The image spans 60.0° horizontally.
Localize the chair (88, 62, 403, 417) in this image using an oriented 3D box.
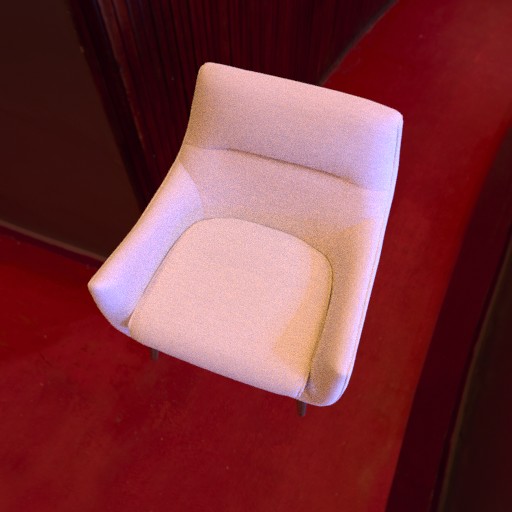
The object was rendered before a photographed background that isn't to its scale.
[{"bbox_3d":[0.000,0.000,1.453,0.762,0.838,0.787,18,60,11],"label":"chair"}]
